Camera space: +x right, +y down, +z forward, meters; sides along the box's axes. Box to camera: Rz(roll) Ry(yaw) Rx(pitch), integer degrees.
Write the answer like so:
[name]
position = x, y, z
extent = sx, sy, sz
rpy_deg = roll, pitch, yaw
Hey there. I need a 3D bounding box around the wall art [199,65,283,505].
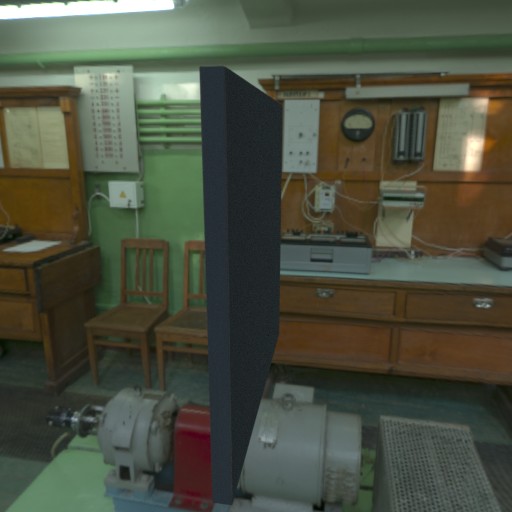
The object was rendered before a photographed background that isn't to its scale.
[wall art]
position = 0.000, 0.000, 1.095
extent = 0.038, 0.762, 0.762
rpy_deg = 2, 15, 9
